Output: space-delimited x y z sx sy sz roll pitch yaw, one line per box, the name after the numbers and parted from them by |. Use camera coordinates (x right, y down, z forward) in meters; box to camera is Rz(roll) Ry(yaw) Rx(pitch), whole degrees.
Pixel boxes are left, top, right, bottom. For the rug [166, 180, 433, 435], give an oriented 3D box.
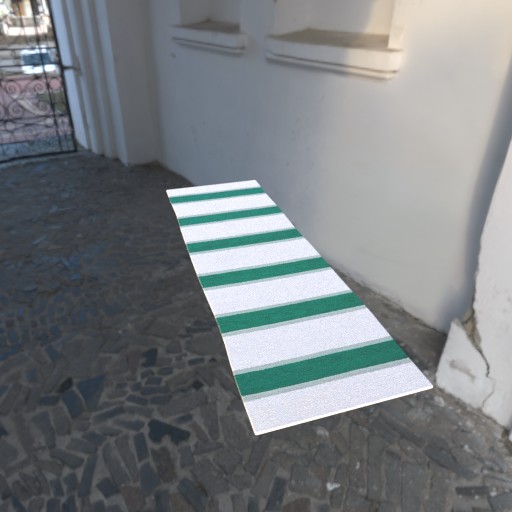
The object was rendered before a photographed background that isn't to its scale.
0.000 0.000 2.712 0.768 0.012 2.438 -9 32 -15 | rug
